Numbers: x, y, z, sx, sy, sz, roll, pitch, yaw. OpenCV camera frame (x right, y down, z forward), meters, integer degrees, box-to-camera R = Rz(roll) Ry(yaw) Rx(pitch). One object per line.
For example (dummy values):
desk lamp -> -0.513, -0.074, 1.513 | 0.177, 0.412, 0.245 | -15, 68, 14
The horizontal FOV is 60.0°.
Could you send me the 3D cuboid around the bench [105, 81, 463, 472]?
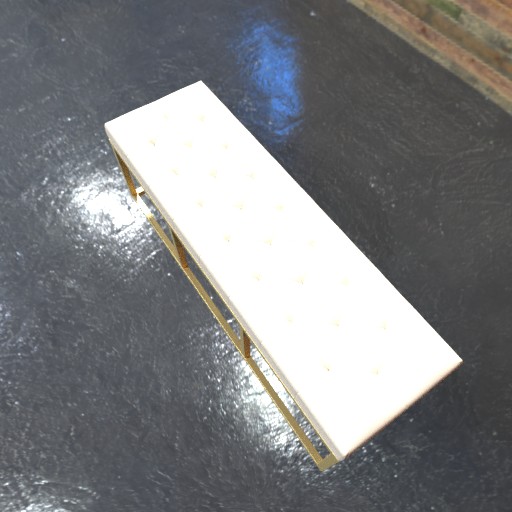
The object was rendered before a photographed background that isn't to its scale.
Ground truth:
bench -> 0.000, 0.000, 1.706 | 0.457, 0.484, 1.473 | -31, 65, -16
